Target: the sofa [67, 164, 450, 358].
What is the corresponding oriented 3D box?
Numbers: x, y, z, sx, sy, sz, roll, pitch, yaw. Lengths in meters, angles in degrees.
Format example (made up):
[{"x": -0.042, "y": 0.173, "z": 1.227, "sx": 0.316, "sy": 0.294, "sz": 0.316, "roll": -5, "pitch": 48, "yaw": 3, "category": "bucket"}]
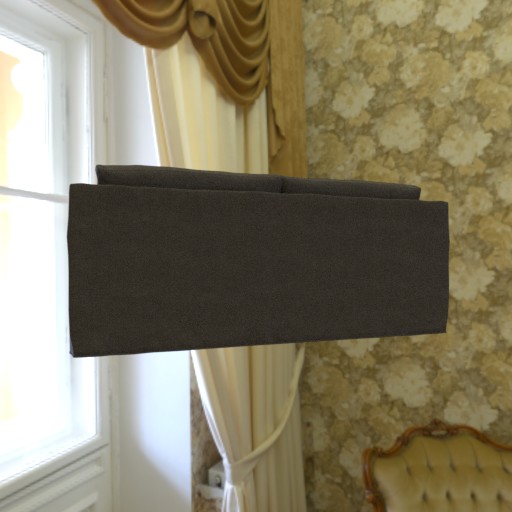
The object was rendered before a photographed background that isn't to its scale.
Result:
[{"x": 0.000, "y": 0.000, "z": 2.574, "sx": 1.982, "sy": 0.855, "sz": 0.953, "roll": 0, "pitch": 0, "yaw": -18, "category": "sofa"}]
